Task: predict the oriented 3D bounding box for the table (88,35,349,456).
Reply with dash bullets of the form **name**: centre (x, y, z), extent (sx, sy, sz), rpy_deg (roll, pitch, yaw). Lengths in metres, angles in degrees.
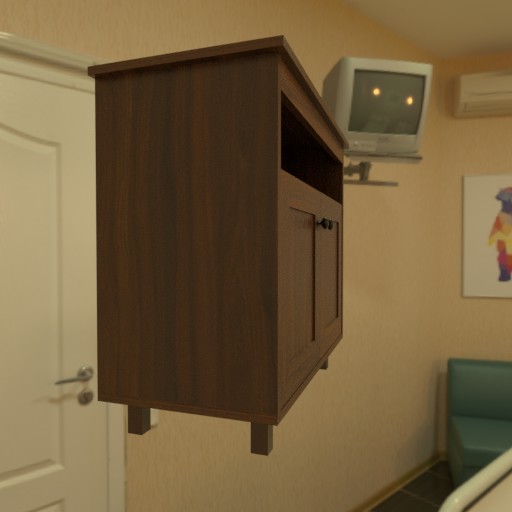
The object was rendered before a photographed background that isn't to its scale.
- **table**: centre (0.000, 0.000, 1.153), extent (0.390, 0.725, 0.802), rpy_deg (0, 1, 19)
